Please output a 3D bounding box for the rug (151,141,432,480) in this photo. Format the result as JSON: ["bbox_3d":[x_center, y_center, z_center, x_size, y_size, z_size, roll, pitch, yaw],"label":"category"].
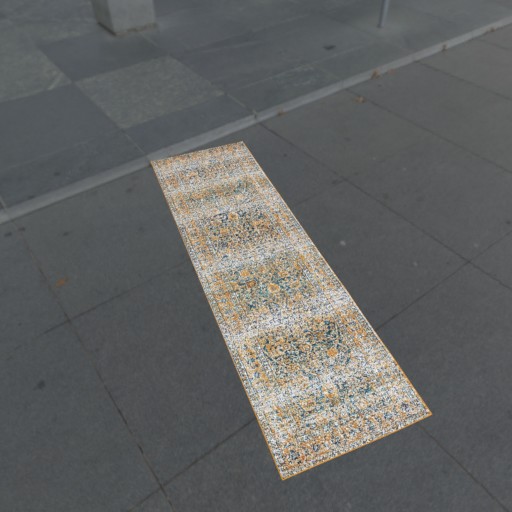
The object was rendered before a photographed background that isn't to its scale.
[{"bbox_3d":[0.000,0.000,2.532,0.704,0.014,2.294,-16,49,-15],"label":"rug"}]
